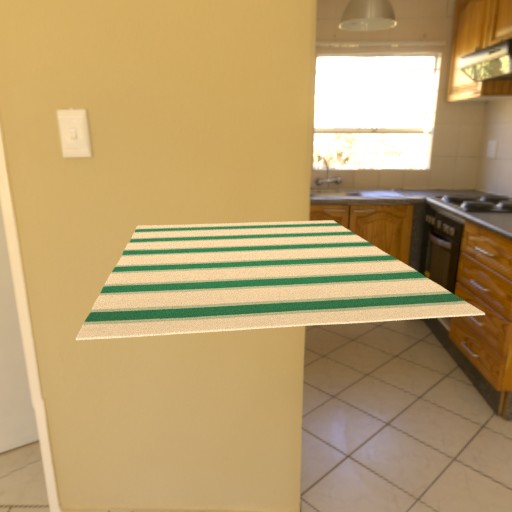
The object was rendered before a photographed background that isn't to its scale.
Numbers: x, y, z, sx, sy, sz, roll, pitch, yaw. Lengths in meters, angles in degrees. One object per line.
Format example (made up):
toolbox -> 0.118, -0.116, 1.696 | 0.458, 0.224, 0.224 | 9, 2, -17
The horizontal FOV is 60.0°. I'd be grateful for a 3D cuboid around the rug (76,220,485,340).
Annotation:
rug -> 0.000, 0.000, 4.019 | 2.434, 0.019, 3.041 | -2, 16, -8
